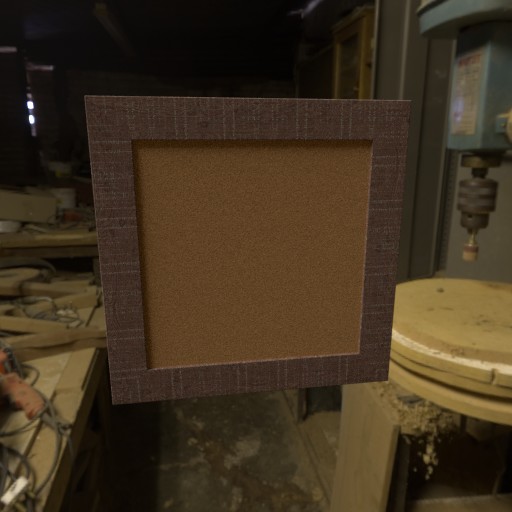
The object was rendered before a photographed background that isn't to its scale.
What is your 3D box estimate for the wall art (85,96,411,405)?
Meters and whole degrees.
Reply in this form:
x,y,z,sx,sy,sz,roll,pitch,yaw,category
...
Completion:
x,y,z,sx,sy,sz,roll,pitch,yaw,category
0.000,0.000,0.793,0.531,0.531,0.029,-2,15,-9,wall art
